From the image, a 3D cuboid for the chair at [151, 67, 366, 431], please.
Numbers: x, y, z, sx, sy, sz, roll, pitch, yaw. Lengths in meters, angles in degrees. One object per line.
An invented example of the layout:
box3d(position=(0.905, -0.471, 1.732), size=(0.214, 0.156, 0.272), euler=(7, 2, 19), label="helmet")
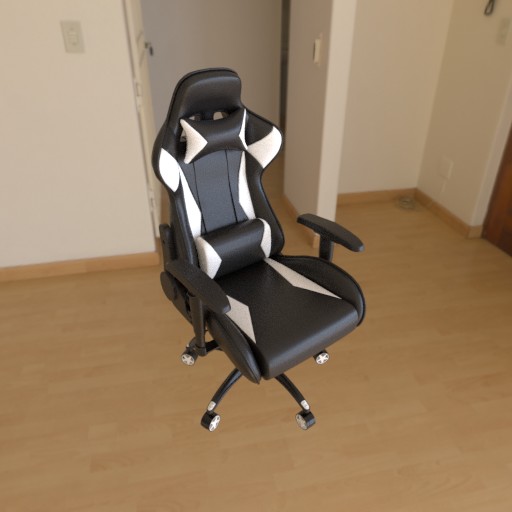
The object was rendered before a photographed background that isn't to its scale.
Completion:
box3d(position=(0.000, 0.000, 1.699), size=(0.730, 1.285, 0.695), euler=(-21, 37, -32), label="chair")
